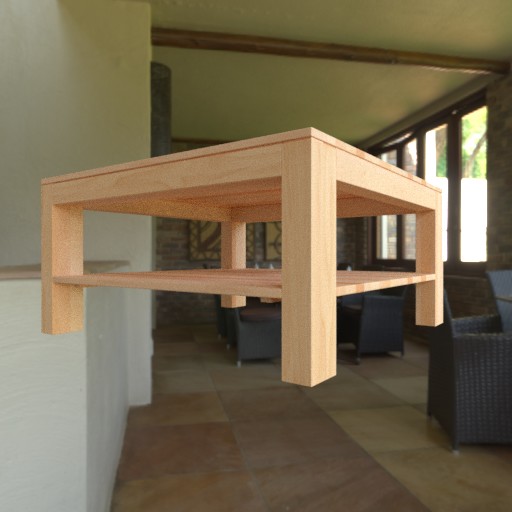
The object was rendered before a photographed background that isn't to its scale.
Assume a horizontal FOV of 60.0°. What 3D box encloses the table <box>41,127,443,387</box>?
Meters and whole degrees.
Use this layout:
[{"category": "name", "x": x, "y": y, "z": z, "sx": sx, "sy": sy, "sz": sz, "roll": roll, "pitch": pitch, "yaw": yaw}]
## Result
[{"category": "table", "x": 0.000, "y": 0.000, "z": 1.394, "sx": 0.900, "sy": 0.450, "sz": 0.900, "roll": 0, "pitch": 0, "yaw": 36}]
